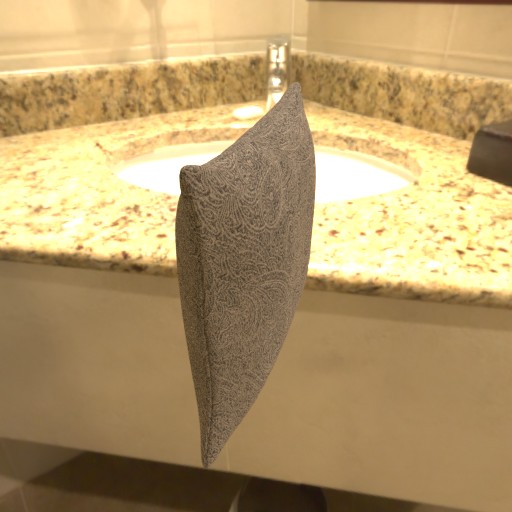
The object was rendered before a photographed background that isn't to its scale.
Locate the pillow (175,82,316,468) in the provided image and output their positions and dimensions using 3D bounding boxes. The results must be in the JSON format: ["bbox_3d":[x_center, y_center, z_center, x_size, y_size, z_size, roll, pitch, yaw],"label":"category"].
[{"bbox_3d":[0.000,0.000,0.795,0.166,0.510,0.523,9,32,15],"label":"pillow"}]
